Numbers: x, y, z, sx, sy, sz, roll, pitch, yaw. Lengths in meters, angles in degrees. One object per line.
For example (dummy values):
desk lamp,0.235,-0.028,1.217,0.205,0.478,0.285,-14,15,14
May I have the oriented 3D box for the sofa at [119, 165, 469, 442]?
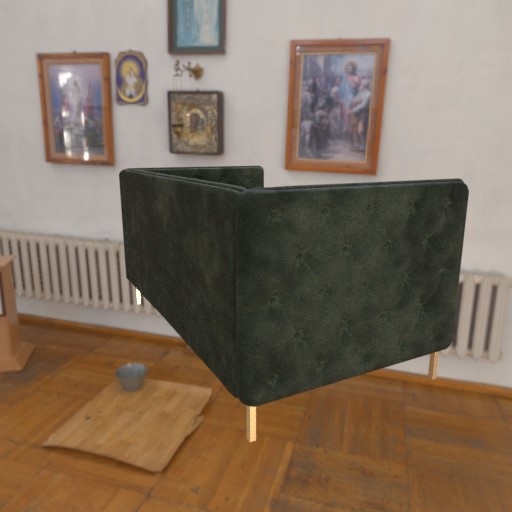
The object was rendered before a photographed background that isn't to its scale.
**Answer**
sofa,0.000,0.000,2.048,0.895,0.768,1.537,-7,15,-27
